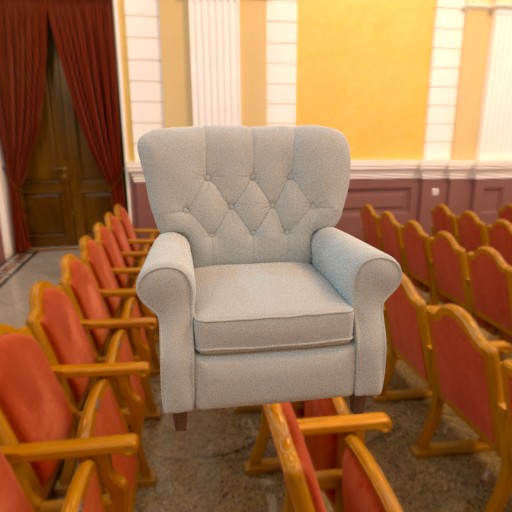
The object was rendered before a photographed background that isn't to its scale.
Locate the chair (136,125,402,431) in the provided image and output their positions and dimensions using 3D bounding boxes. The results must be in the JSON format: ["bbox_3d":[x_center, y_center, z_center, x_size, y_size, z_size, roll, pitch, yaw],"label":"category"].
[{"bbox_3d":[0.000,0.000,2.122,1.090,1.217,1.128,-2,16,-8],"label":"chair"}]
